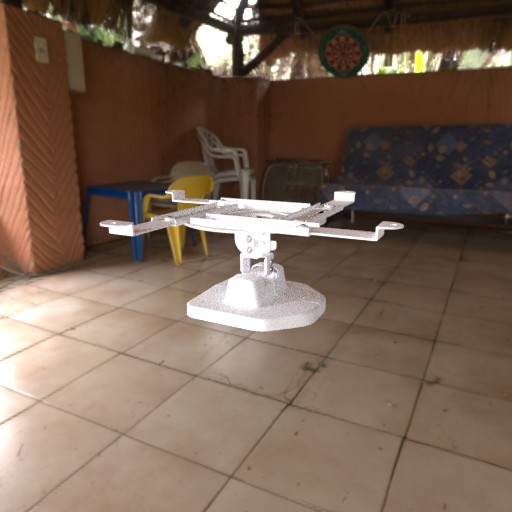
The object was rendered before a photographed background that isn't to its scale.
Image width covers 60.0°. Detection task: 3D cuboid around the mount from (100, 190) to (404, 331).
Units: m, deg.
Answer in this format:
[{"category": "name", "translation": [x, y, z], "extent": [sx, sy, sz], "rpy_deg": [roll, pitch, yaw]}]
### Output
[{"category": "mount", "translation": [0.000, 0.000, 0.598], "extent": [0.394, 0.141, 0.394], "rpy_deg": [7, 17, 26]}]
